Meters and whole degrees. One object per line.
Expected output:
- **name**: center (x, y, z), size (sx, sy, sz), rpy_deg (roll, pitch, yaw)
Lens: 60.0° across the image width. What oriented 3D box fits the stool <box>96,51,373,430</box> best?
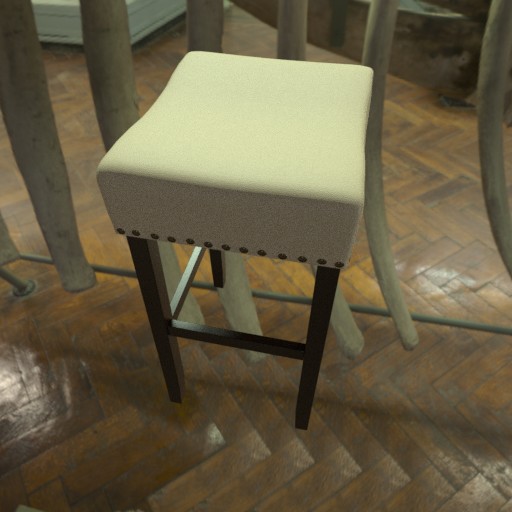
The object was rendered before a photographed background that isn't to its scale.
- **stool**: center (0.000, 0.000, 1.050), size (0.401, 0.762, 0.471), rpy_deg (9, 47, 8)
